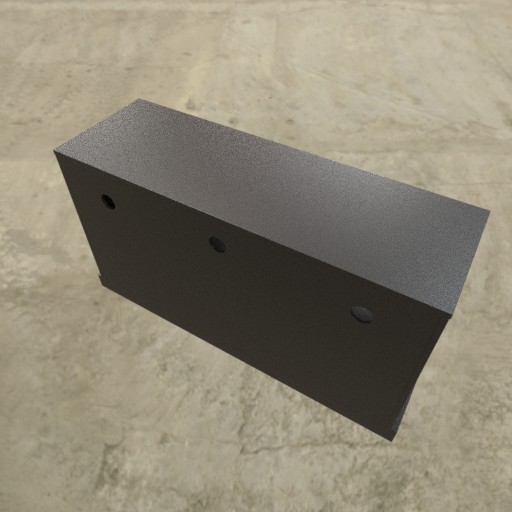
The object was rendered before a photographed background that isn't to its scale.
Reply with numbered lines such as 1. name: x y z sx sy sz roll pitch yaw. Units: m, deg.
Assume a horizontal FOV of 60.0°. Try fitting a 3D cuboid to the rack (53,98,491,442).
1. rack: 0.000 0.000 1.458 1.206 0.635 0.399 23 50 21
